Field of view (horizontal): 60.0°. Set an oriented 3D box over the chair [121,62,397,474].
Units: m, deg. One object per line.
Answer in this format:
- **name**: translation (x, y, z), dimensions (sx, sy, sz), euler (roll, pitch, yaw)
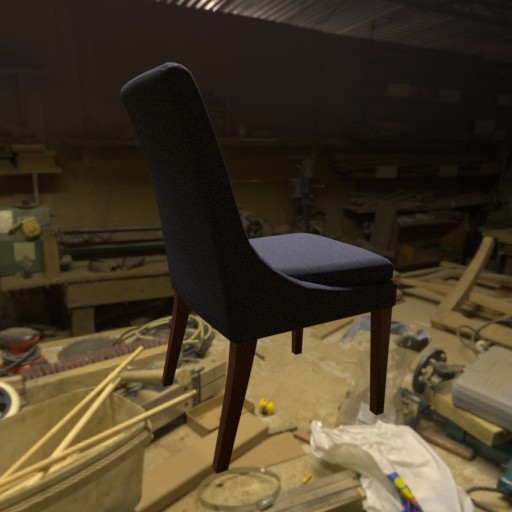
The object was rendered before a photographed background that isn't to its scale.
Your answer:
- **chair**: translation (0.000, 0.000, 1.301), dimensions (0.655, 0.952, 0.508), euler (-7, 16, -27)
